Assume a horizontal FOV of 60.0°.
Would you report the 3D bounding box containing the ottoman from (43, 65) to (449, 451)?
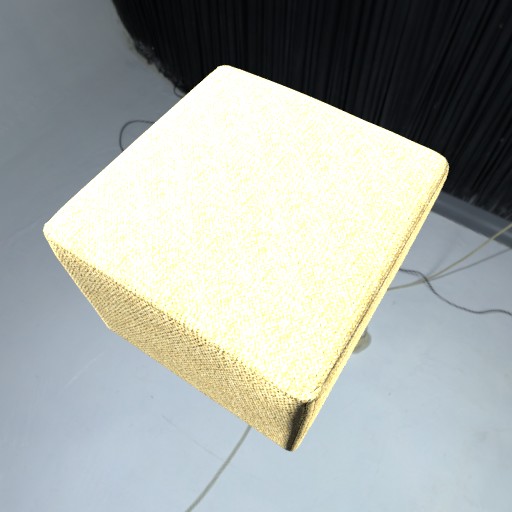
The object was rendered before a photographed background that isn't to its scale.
[{"bbox_3d":[0.000,0.000,0.893,0.505,0.441,0.512,29,63,17],"label":"ottoman"}]
